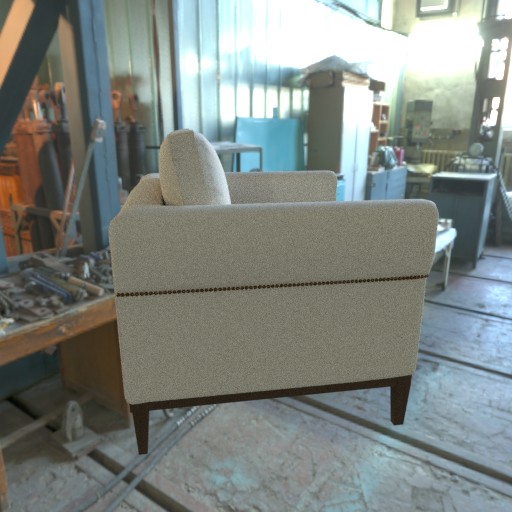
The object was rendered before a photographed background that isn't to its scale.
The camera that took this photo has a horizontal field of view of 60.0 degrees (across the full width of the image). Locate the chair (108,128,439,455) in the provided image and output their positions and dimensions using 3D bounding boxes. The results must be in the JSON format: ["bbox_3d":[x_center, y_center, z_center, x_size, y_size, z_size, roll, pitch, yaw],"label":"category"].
[{"bbox_3d":[0.000,0.000,1.658,0.896,0.915,0.982,-3,17,-9],"label":"chair"}]
